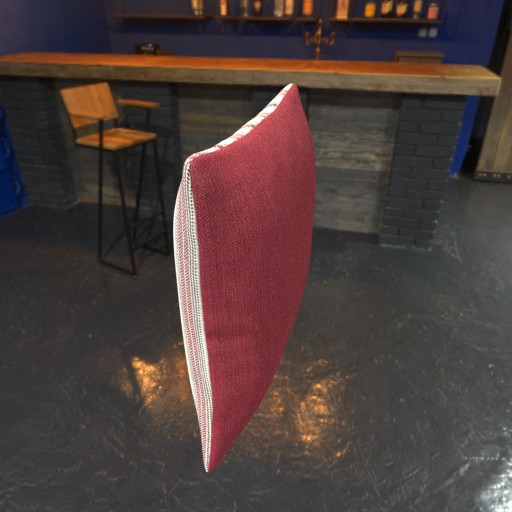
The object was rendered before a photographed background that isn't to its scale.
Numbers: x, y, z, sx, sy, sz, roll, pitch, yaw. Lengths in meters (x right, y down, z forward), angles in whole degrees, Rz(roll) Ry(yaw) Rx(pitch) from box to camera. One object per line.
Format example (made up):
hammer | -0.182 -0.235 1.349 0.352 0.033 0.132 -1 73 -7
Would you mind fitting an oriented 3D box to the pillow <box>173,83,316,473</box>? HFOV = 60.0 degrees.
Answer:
pillow | 0.000 0.000 0.770 0.166 0.497 0.513 8 31 14
